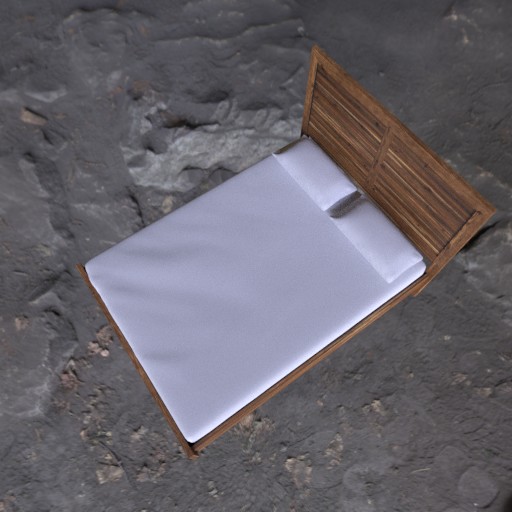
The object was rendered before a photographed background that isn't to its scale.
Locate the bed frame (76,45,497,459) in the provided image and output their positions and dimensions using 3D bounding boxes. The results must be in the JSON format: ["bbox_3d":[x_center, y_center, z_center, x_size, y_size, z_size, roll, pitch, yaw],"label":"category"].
[{"bbox_3d":[0.000,0.000,3.252,2.276,1.417,1.696,-33,69,-14],"label":"bed frame"}]
